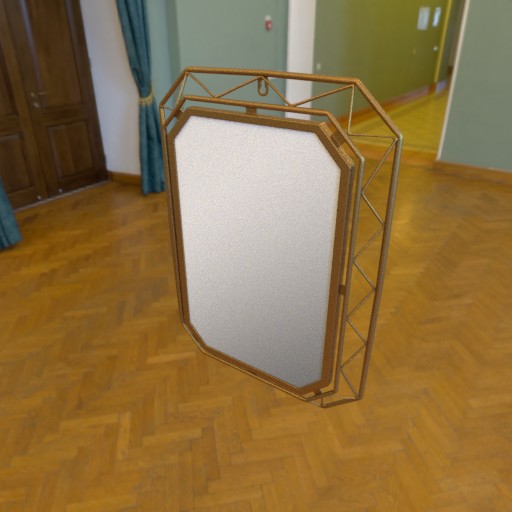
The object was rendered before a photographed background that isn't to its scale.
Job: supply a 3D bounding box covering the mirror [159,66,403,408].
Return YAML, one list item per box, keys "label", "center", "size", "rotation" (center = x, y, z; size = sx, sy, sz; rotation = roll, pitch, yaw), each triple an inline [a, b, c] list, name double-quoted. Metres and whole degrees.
- label: "mirror"
  center: [0.000, 0.000, 0.730]
  size: [0.417, 0.566, 0.042]
  rotation: [17, 33, 29]
